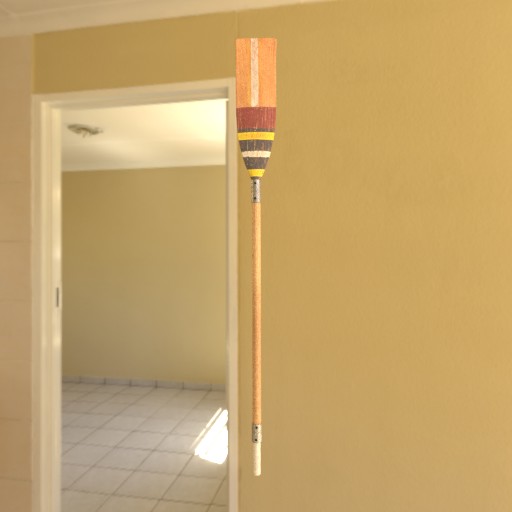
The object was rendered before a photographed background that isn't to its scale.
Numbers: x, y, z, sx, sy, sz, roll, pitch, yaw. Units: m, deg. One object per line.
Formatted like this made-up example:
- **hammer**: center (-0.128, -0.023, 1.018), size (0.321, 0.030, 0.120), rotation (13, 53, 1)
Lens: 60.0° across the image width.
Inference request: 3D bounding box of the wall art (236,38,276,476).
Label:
- **wall art**: center (0.000, 0.000, 1.584), size (0.146, 1.556, 0.038), rotation (0, 0, 1)
